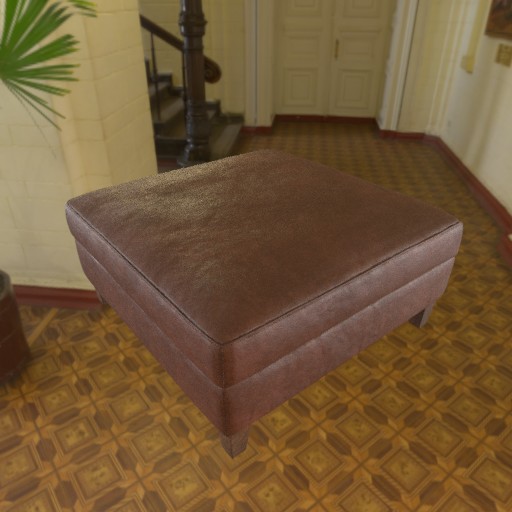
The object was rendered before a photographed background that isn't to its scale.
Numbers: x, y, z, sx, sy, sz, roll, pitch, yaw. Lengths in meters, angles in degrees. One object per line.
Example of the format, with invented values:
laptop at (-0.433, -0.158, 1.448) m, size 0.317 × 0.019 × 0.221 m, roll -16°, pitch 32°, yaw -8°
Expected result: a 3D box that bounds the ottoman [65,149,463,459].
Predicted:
ottoman at (0.000, 0.000, 1.330) m, size 0.836 × 0.415 × 0.844 m, roll -22°, pitch 37°, yaw -32°
